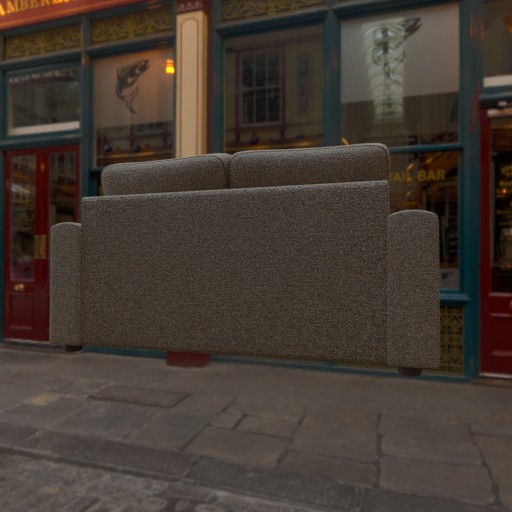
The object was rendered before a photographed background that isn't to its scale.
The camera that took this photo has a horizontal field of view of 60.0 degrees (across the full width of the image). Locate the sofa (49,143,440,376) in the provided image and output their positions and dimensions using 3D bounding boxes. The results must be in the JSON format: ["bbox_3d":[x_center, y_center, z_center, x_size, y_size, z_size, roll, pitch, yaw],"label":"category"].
[{"bbox_3d":[0.000,0.000,2.210,1.616,0.873,1.016,0,-1,18],"label":"sofa"}]
